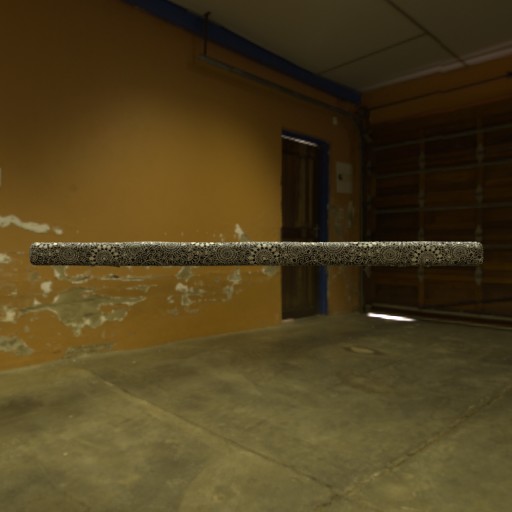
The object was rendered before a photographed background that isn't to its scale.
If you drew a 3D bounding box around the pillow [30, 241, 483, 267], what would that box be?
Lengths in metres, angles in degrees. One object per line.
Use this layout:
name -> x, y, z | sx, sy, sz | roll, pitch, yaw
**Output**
pillow -> 0.000, 0.000, 1.348 | 1.187, 0.081, 0.492 | 0, 0, 2
